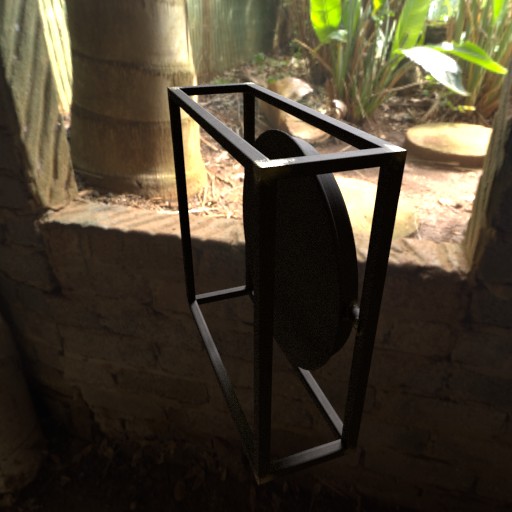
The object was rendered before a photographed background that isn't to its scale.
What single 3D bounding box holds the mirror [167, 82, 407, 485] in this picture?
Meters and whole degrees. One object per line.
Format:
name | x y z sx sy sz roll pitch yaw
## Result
mirror | 0.000 0.000 0.475 0.107 0.303 0.306 -10 31 -17
